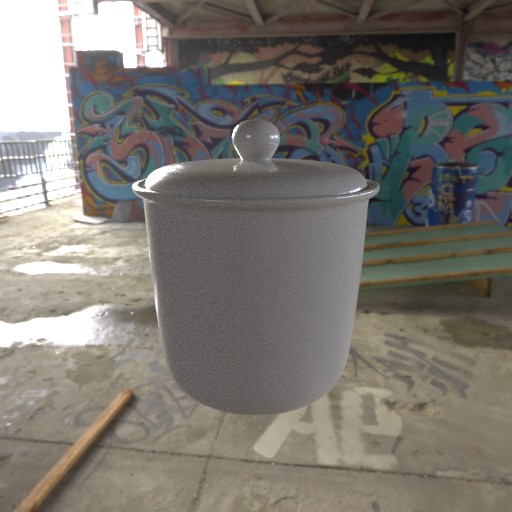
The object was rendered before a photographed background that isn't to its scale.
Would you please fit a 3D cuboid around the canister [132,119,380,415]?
[{"bbox_3d":[0.000,0.000,0.353,0.182,0.208,0.182,0,16,0],"label":"canister"}]
